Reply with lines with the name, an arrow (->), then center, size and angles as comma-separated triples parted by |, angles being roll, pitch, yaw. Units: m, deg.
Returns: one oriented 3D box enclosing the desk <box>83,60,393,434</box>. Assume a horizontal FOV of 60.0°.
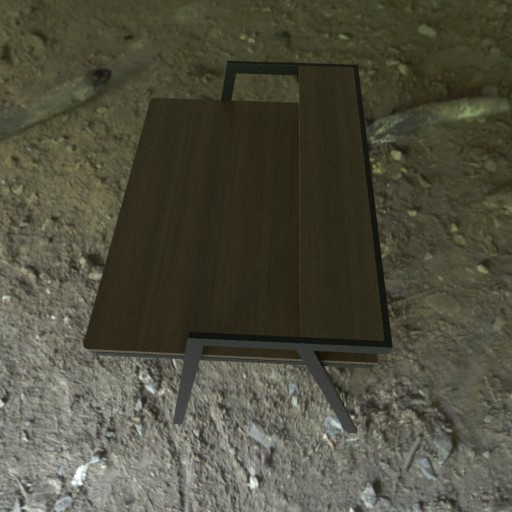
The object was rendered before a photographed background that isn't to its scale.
desk -> 0.000, 0.000, 1.821 | 0.936, 0.998, 1.143 | 2, 57, 2
